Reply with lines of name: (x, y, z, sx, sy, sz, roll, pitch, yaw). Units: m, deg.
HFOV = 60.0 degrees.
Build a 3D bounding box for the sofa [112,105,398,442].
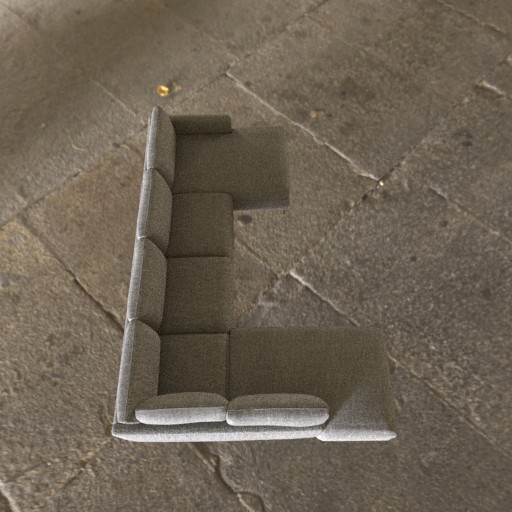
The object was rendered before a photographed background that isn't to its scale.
sofa: (0.000, 0.000, 3.549, 1.879, 0.756, 2.737, -1, 63, 0)
